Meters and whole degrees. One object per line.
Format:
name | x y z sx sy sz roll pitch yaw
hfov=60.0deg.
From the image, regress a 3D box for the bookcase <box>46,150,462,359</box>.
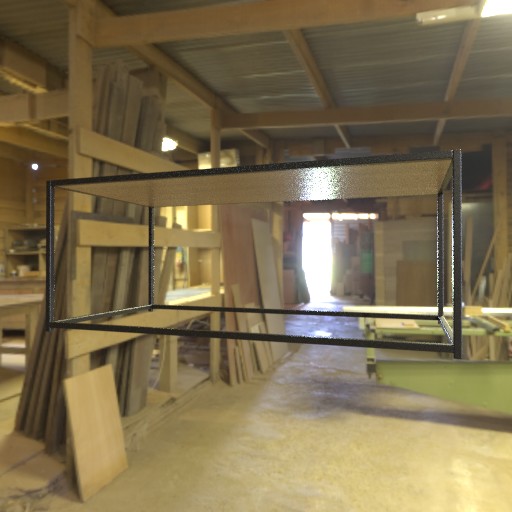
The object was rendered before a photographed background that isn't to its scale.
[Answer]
bookcase | 0.000 0.000 1.240 1.000 0.400 0.500 0 -1 19
